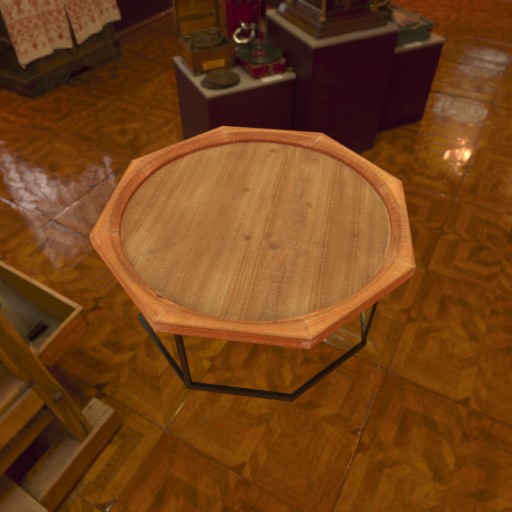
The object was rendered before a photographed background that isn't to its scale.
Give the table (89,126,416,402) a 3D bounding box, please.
[{"bbox_3d":[0.000,0.000,1.533,1.002,0.444,1.002,0,46,0],"label":"table"}]
